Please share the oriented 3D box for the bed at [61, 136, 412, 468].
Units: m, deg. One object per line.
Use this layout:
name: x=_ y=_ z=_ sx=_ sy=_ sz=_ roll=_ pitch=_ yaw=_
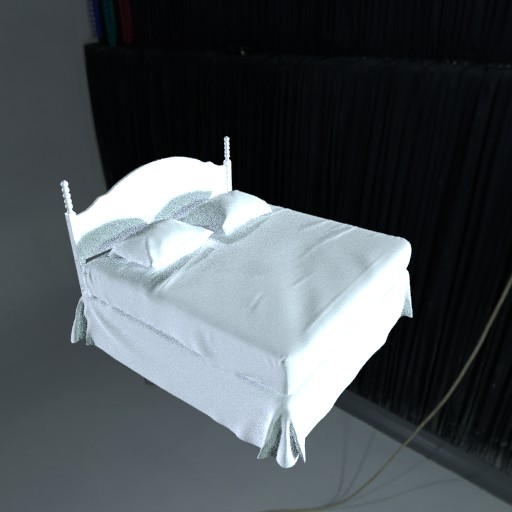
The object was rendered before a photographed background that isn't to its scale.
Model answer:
bed: x=0.000 y=0.000 z=3.668 sx=2.219 sy=1.355 sz=2.322 roll=19 pitch=33 yaw=32
